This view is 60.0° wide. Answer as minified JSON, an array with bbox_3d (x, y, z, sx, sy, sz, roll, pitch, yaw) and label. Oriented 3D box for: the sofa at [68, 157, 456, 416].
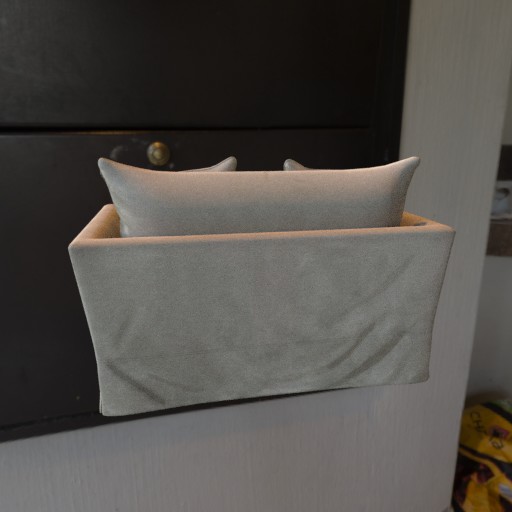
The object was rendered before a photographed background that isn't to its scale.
[{"bbox_3d":[0.000,0.000,2.300,1.608,1.040,1.035,-3,16,-10],"label":"sofa"}]
